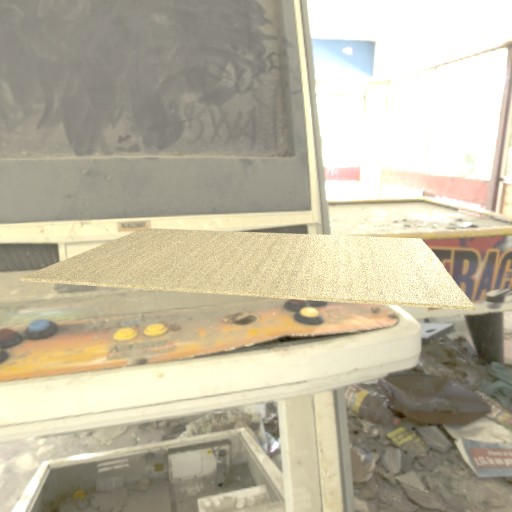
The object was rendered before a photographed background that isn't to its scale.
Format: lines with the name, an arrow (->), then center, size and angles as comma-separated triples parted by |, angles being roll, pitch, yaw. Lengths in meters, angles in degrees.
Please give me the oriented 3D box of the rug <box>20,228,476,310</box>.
rug -> 0.000, 0.000, 2.896 | 2.297, 0.018, 1.532 | 3, 14, 11
